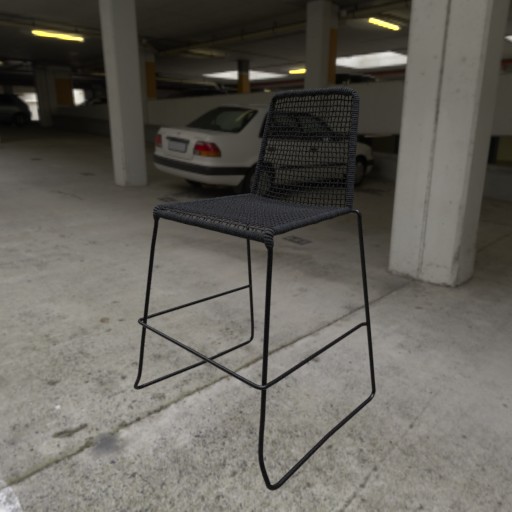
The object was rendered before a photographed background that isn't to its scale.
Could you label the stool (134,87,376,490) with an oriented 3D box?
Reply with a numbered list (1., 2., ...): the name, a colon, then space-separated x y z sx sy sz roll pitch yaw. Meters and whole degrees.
1. stool: 0.000 0.000 1.243 0.590 0.905 0.509 15 22 42
